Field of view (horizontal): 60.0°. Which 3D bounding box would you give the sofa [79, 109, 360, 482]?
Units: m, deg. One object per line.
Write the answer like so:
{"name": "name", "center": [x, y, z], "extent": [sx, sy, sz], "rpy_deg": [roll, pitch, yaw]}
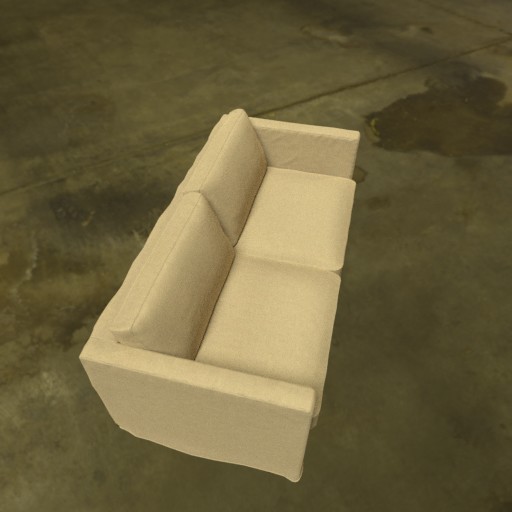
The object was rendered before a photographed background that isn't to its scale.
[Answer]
{"name": "sofa", "center": [0.000, 0.000, 2.477], "extent": [0.962, 0.835, 1.959], "rpy_deg": [10, 47, 10]}
